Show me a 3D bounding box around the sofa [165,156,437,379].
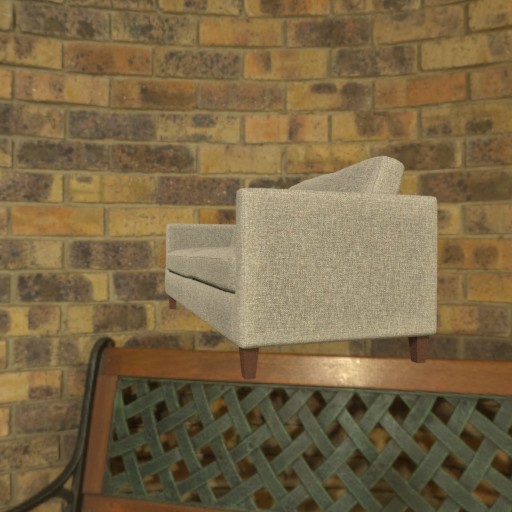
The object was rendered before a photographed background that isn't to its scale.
[{"bbox_3d":[0.000,0.000,2.972,0.948,0.951,2.434,0,1,-18],"label":"sofa"}]
